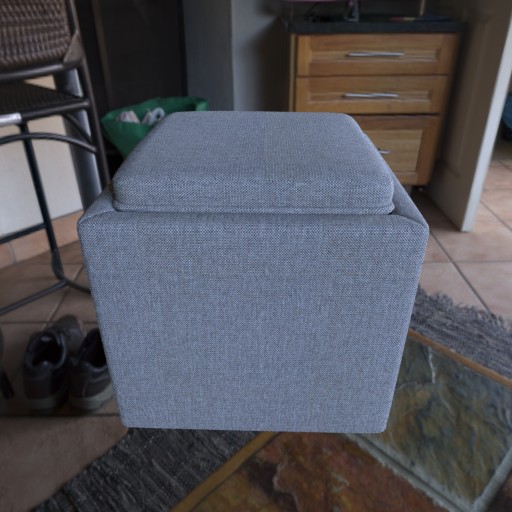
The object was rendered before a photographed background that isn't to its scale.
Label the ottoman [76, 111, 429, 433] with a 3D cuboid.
[{"bbox_3d":[0.000,0.000,0.826,0.450,0.460,0.450,1,30,1],"label":"ottoman"}]
